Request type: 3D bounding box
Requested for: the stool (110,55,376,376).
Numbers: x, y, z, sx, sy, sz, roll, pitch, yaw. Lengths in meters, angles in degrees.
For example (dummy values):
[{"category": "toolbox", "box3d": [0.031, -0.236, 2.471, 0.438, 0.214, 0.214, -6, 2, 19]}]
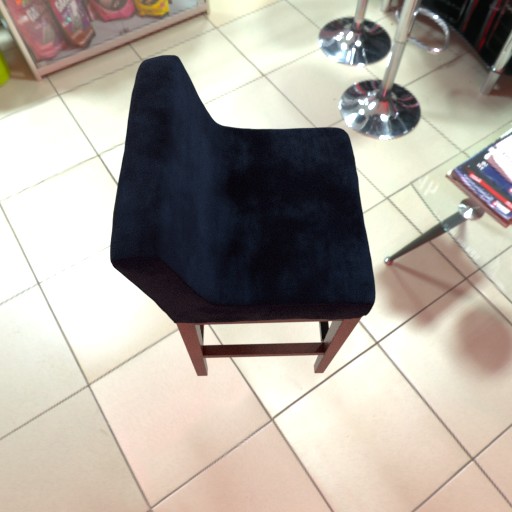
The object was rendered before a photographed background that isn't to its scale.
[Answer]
[{"category": "stool", "box3d": [0.000, 0.000, 1.252, 0.516, 0.945, 0.511, -1, 62, -1]}]
